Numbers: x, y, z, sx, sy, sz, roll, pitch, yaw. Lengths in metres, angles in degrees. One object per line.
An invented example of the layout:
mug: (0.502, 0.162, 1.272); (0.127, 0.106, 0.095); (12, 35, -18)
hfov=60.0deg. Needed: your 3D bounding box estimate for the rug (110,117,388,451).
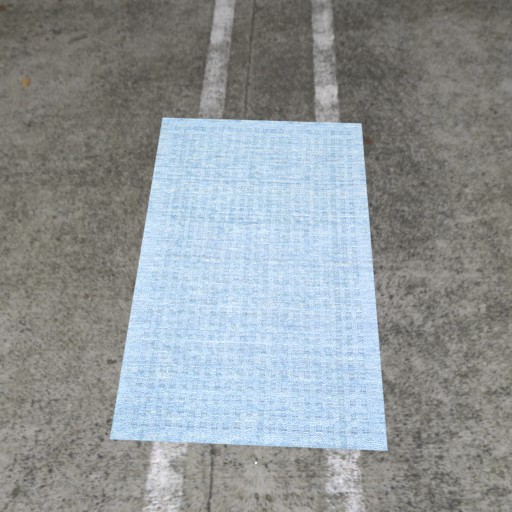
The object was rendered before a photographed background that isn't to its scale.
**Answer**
rug: (0.000, 0.000, 2.910); (1.522, 0.006, 2.286); (2, 65, 1)
